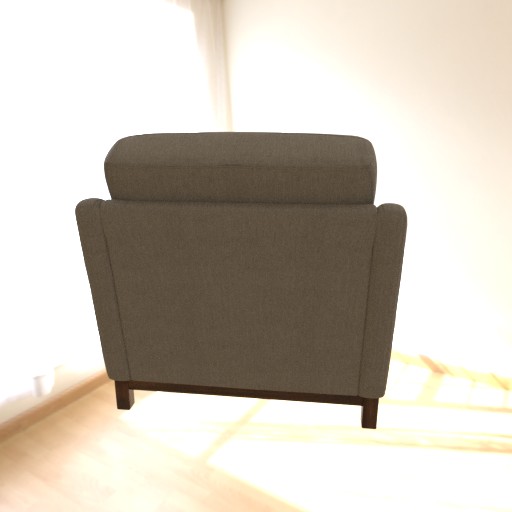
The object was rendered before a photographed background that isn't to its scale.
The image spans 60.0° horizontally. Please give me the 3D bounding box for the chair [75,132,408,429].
[{"bbox_3d":[0.000,0.000,1.525,0.826,0.821,0.892,2,16,7],"label":"chair"}]
